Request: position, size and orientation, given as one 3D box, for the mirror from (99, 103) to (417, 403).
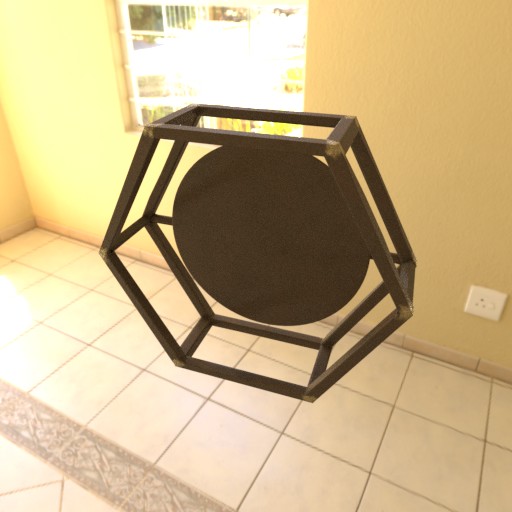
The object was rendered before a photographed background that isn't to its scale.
[{"bbox_3d":[0.000,0.000,0.553,0.380,0.334,0.119,10,33,16],"label":"mirror"}]
